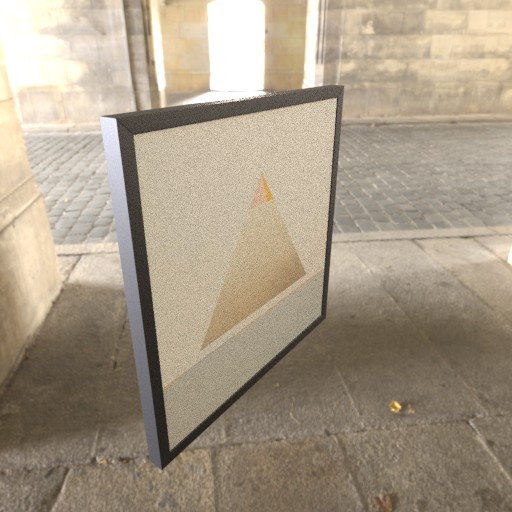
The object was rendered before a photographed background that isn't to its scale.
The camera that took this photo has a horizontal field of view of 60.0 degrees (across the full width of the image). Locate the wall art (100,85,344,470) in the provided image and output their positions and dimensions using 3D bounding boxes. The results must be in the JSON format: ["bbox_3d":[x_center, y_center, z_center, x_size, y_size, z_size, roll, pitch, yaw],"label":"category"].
[{"bbox_3d":[0.000,0.000,1.127,0.042,0.766,0.769,18,31,33],"label":"wall art"}]
